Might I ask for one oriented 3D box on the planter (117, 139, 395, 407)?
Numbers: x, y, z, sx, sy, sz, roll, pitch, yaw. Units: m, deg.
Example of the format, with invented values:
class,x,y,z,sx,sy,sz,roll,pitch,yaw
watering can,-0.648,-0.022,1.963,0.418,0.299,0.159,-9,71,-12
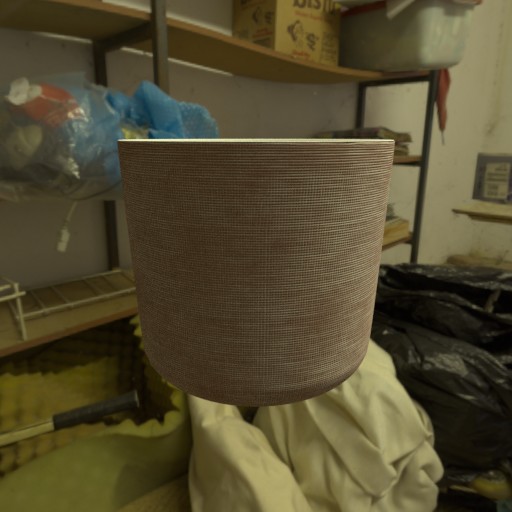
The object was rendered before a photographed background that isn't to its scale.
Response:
class,x,y,z,sx,sy,sz,roll,pitch,yaw
planter,0.000,0.000,0.785,0.440,0.398,0.440,0,15,0
